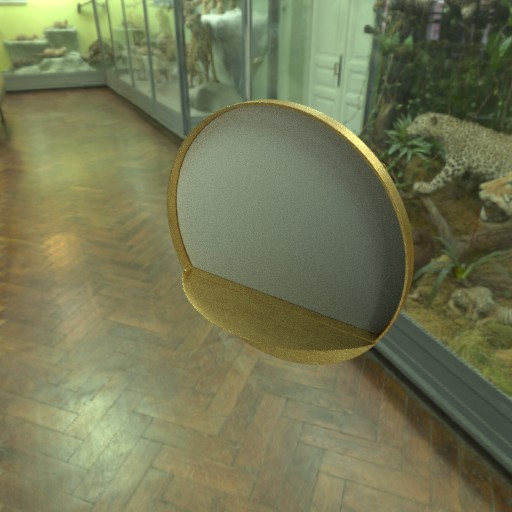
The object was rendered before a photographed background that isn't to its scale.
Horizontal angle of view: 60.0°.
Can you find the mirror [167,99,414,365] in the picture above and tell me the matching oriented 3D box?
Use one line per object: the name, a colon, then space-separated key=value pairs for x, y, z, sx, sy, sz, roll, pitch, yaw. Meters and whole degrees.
mirror: x=0.000 y=0.000 z=0.705 sx=0.457 sy=0.457 sz=0.133 roll=18 pitch=34 yaw=29
